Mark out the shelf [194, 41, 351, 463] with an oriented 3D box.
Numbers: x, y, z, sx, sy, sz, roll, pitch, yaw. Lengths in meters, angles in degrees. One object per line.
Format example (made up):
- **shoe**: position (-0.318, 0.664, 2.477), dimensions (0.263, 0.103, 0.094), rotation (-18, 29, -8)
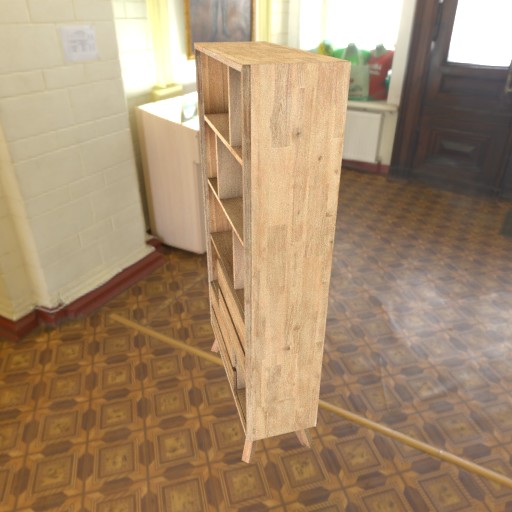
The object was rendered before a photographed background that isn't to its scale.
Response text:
- **shelf**: position (0.000, 0.000, 1.740), dimensions (0.308, 1.471, 0.748), rotation (-8, 30, -14)
